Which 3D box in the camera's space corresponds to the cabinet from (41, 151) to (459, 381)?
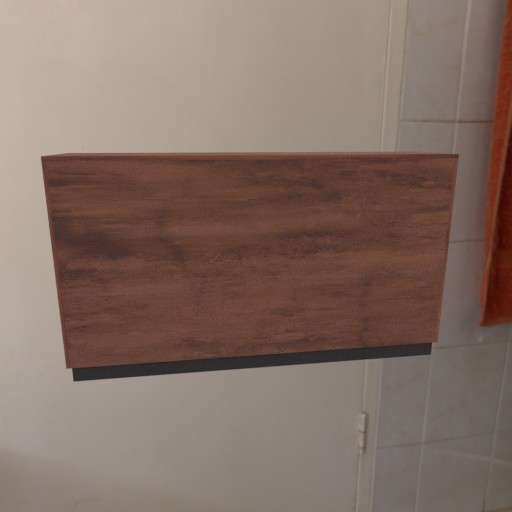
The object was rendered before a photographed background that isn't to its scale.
[{"bbox_3d":[0.000,0.000,1.995,1.600,0.900,0.420,-2,15,-8],"label":"cabinet"}]
